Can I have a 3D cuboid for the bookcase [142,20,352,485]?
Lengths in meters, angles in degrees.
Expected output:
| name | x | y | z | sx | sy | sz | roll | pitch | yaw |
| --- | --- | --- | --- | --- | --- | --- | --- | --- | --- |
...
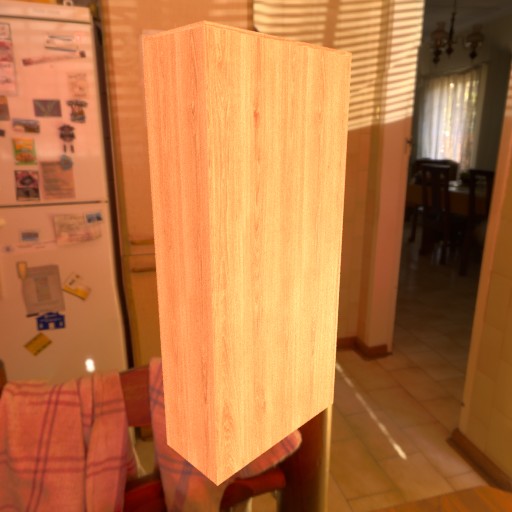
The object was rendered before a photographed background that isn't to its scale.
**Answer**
| name | x | y | z | sx | sy | sz | roll | pitch | yaw |
| --- | --- | --- | --- | --- | --- | --- | --- | --- | --- |
| bookcase | 0.000 | 0.000 | 2.324 | 0.420 | 2.020 | 0.950 | 15 | 21 | 43 |
